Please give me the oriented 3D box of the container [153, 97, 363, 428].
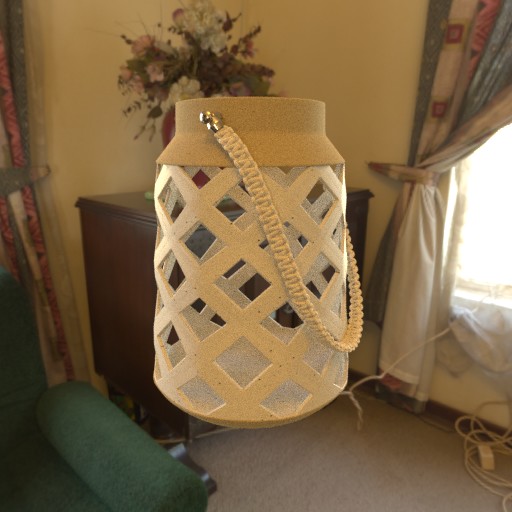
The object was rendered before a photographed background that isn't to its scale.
[{"bbox_3d":[0.000,0.000,0.351,0.172,0.229,0.163,7,16,25],"label":"container"}]
